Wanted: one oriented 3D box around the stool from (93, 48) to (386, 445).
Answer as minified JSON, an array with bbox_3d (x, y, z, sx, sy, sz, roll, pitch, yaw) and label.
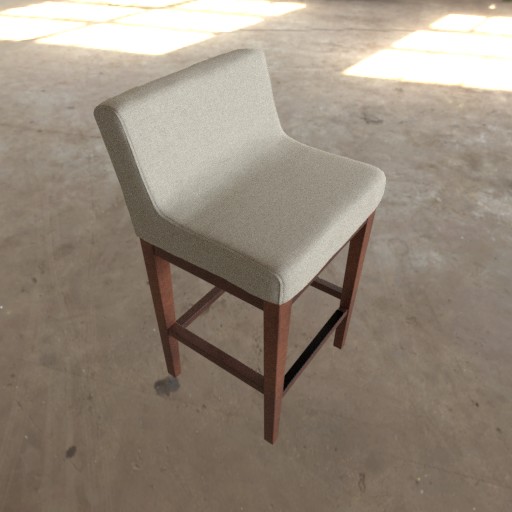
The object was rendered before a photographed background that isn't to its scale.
[{"bbox_3d":[0.000,0.000,1.244,0.500,0.937,0.511,25,46,27],"label":"stool"}]
